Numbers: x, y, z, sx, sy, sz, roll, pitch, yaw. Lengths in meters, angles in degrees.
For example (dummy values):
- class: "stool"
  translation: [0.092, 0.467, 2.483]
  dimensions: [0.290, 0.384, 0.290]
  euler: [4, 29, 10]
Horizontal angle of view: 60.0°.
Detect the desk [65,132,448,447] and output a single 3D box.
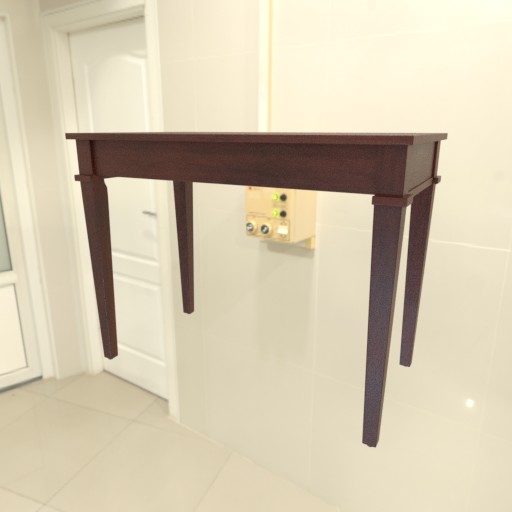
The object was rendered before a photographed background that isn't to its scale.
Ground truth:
- class: "desk"
  translation: [0.000, 0.000, 1.426]
  dimensions: [1.001, 0.762, 0.549]
  euler: [9, 18, 28]
